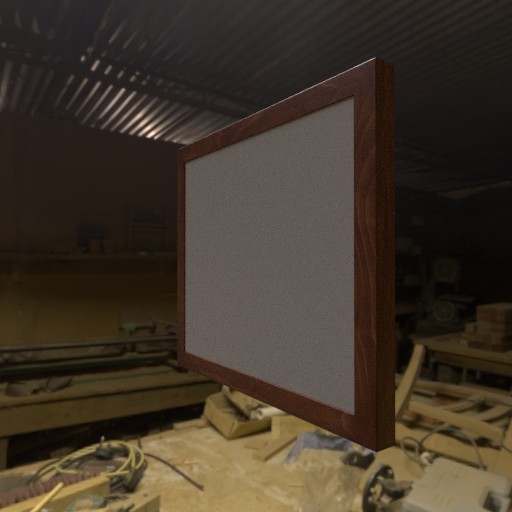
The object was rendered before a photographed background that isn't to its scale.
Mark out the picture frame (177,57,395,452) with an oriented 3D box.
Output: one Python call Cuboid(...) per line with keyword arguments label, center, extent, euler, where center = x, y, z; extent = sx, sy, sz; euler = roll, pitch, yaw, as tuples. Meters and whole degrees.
Cuboid(label="picture frame", center=(0.000, 0.000, 0.532), extent=(0.025, 0.330, 0.381), euler=(0, -1, -35))
